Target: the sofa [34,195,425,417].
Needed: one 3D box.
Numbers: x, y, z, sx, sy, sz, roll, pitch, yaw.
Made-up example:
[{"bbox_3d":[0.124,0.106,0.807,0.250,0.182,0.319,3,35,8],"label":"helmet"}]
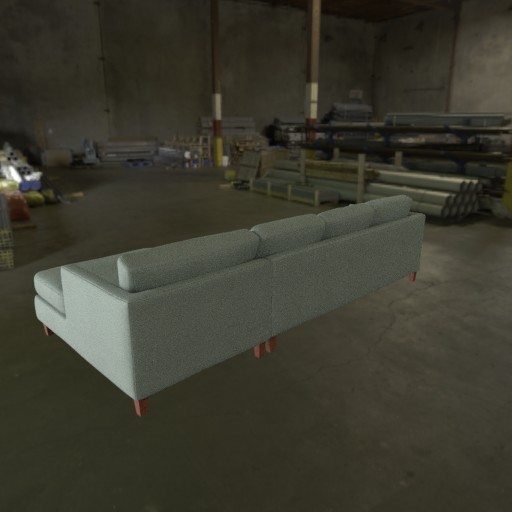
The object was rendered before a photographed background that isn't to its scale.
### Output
[{"bbox_3d":[0.000,0.000,4.085,3.471,0.950,1.604,-16,23,-42],"label":"sofa"}]
